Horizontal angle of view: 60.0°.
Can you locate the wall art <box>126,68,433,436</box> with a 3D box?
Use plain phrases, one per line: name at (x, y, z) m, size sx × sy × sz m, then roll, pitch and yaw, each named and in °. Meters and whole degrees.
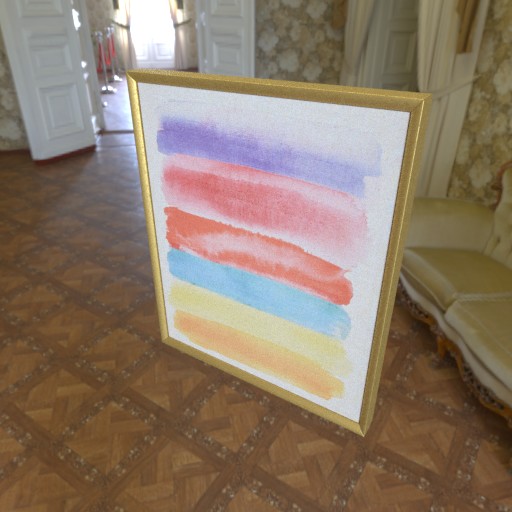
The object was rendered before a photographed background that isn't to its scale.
wall art at (0.000, 0.000, 0.864) m, size 0.537 × 0.642 × 0.048 m, roll 17°, pitch 34°, yaw 28°
